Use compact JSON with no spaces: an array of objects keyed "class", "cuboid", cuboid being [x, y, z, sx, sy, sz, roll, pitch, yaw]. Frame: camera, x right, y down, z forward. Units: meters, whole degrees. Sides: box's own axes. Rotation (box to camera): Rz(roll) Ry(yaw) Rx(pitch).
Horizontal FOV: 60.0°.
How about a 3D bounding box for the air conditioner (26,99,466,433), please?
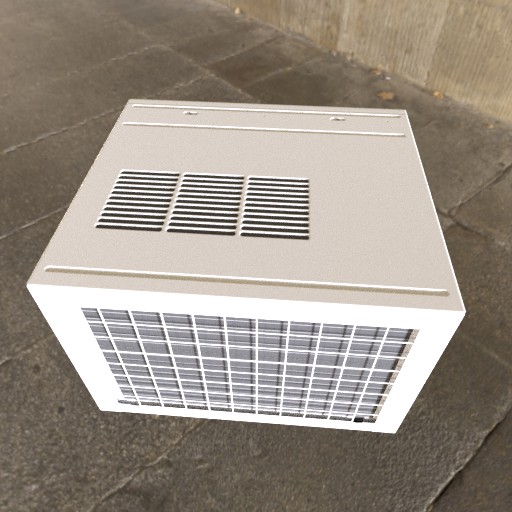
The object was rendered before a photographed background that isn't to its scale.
[{"class":"air conditioner","cuboid":[0.000,0.000,1.009,0.645,0.455,0.599,3,47,3]}]
